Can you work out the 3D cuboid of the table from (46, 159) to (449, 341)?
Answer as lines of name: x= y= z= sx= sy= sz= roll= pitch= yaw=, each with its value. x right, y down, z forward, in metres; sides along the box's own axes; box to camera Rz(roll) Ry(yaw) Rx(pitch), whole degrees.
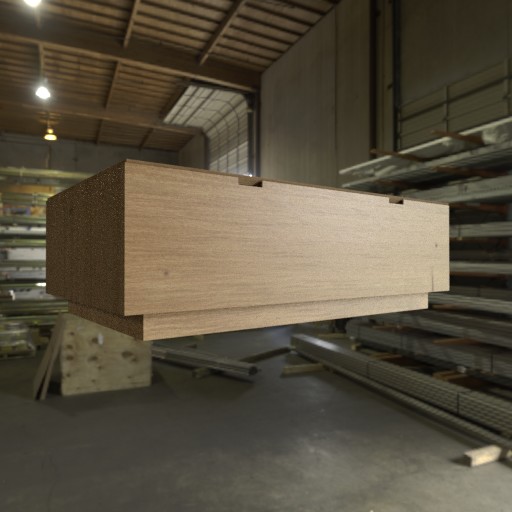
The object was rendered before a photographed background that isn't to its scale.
table: x=0.000 y=0.000 z=1.426 sx=1.110 sy=0.353 sz=0.678 roll=0 pitch=-1 yaw=-37
